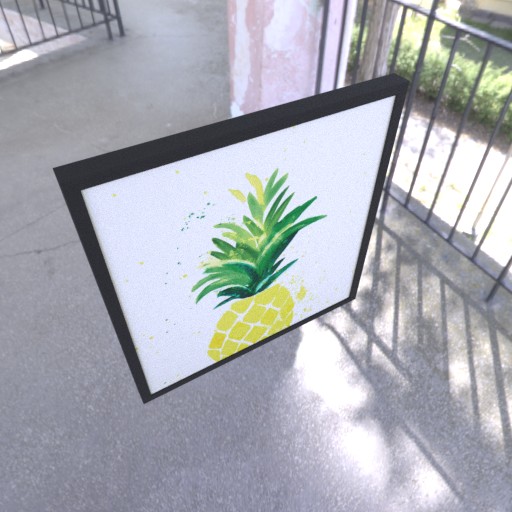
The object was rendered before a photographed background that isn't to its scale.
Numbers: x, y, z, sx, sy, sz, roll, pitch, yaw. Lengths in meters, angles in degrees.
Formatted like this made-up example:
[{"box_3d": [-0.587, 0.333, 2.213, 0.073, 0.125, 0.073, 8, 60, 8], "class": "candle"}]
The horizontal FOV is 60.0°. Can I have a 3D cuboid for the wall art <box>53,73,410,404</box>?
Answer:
[{"box_3d": [0.000, 0.000, 0.756, 0.508, 0.507, 0.033, -22, 49, -21], "class": "wall art"}]
